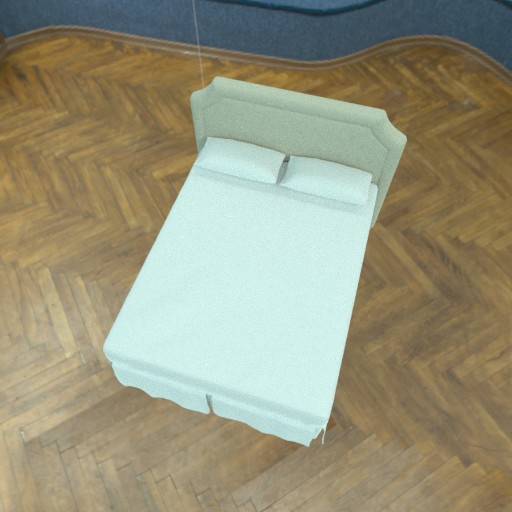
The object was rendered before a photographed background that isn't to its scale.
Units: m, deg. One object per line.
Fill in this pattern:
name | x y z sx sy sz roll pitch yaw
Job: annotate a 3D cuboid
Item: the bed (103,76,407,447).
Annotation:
bed | 0.000 0.000 3.238 1.693 1.290 2.116 15 60 9
